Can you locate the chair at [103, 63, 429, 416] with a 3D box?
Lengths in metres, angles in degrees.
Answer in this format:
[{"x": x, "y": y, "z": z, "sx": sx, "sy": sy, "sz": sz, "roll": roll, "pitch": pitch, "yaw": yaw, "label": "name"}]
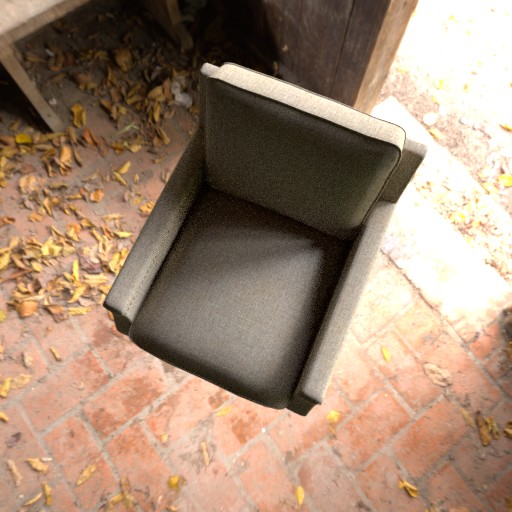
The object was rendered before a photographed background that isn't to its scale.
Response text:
[{"x": 0.000, "y": 0.000, "z": 1.729, "sx": 0.853, "sy": 0.943, "sz": 1.014, "roll": 23, "pitch": 75, "yaw": 6, "label": "chair"}]
